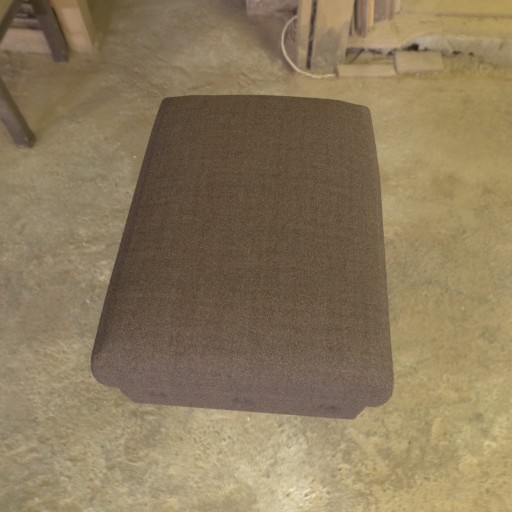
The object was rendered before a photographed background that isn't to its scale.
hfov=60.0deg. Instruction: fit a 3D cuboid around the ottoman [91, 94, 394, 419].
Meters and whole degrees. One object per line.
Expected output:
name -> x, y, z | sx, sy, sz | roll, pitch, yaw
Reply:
ottoman -> 0.000, 0.000, 1.198 | 0.599, 0.555, 0.809 | 4, 59, 2
